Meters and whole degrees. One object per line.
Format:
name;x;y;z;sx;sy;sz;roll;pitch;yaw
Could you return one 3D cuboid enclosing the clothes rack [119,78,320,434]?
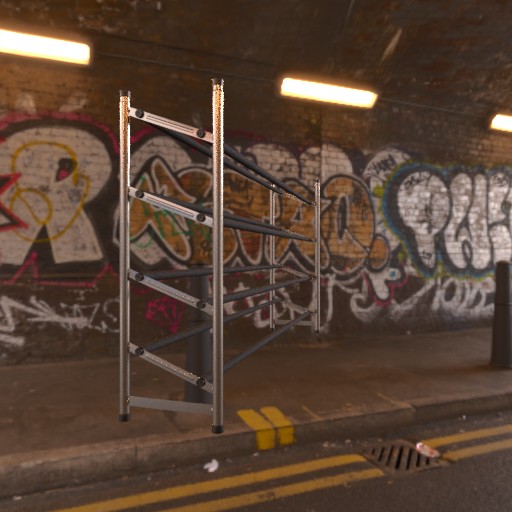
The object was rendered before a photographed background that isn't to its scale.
clothes rack;0.000;0.000;1.421;0.229;0.672;1.168;0;0;17
